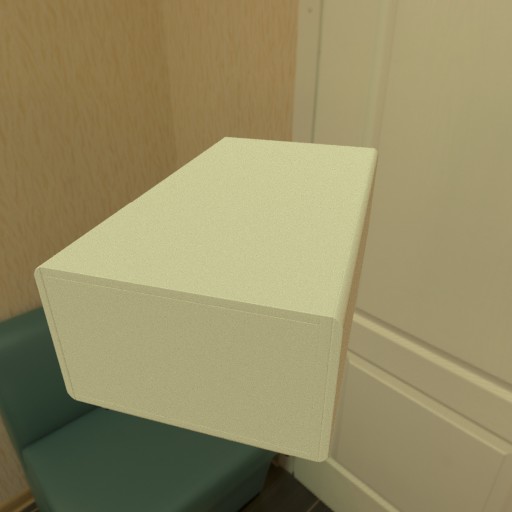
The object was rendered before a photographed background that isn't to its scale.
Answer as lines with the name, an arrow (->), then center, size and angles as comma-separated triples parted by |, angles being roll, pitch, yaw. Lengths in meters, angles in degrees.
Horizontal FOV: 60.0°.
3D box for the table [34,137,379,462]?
table -> 0.000, 0.000, 1.391 | 0.639, 0.442, 1.097 | 8, 30, 14
